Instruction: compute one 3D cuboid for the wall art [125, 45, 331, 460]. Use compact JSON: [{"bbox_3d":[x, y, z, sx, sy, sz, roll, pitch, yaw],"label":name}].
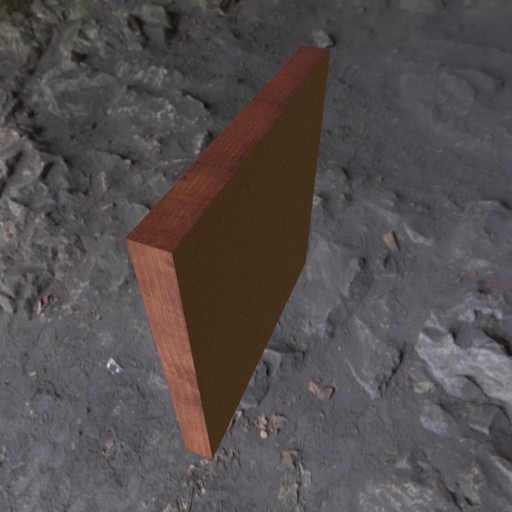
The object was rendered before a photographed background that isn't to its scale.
[{"bbox_3d":[0.000,0.000,0.570,0.038,0.385,0.386,17,48,16],"label":"wall art"}]
